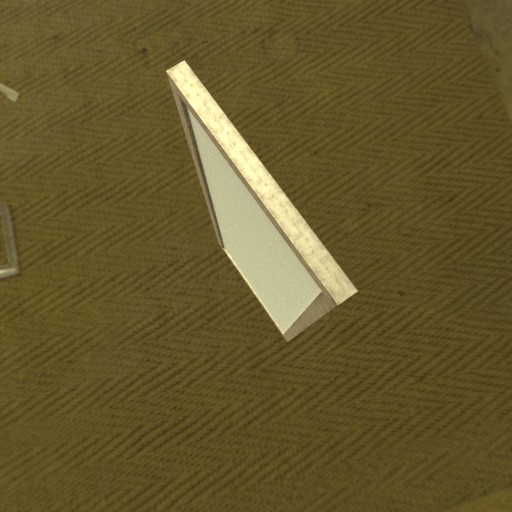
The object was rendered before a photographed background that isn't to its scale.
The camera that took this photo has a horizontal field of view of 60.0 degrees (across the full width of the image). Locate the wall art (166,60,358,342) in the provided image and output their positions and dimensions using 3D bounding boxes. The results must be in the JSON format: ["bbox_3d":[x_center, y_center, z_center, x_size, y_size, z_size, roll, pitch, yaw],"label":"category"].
[{"bbox_3d":[0.000,0.000,1.653,0.051,1.461,0.648,-34,79,-8],"label":"wall art"}]
